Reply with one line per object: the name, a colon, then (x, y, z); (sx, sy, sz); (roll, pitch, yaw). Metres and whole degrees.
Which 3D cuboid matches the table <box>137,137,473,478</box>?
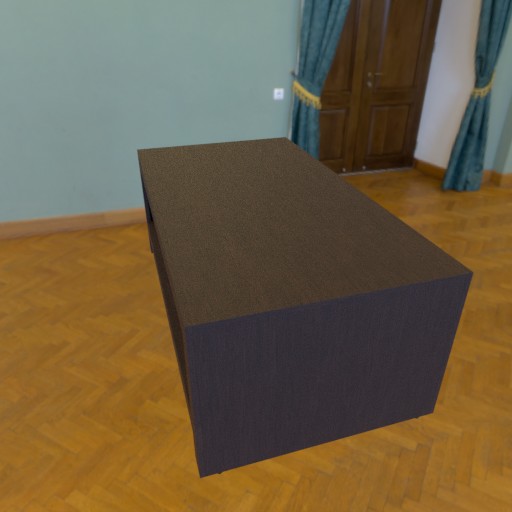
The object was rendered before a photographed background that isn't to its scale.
table: (0.000, 0.000, 1.396); (0.597, 0.424, 1.099); (-9, 31, -15)
